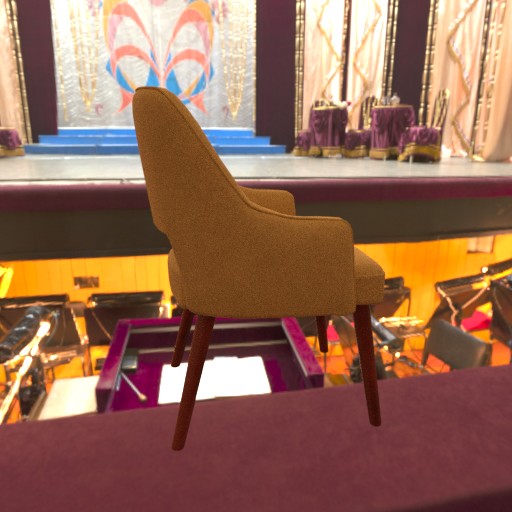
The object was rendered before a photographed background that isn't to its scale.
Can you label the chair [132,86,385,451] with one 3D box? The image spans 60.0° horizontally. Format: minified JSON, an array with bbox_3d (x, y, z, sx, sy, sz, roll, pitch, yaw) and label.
[{"bbox_3d":[0.000,0.000,1.221,0.605,0.849,0.548,-3,16,-10],"label":"chair"}]
